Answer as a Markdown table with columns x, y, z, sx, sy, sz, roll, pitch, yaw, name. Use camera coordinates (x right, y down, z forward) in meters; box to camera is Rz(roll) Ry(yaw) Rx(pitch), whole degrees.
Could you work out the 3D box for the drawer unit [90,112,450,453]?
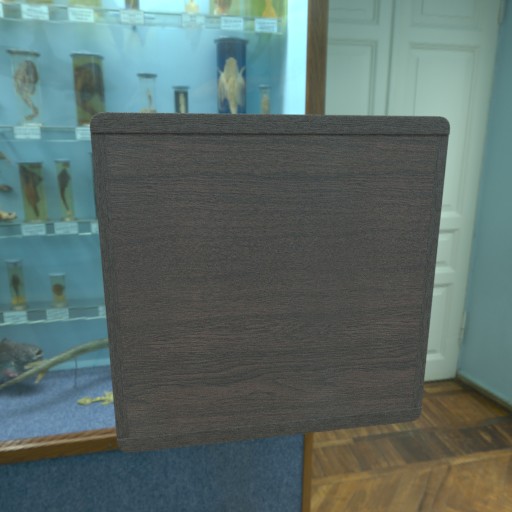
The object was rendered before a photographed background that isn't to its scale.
| x | y | z | sx | sy | sz | roll | pitch | yaw | name |
| --- | --- | --- | --- | --- | --- | --- | --- | --- | --- |
| 0.000 | 0.000 | 0.590 | 0.344 | 0.344 | 0.290 | -2 | 14 | -10 | drawer unit |
